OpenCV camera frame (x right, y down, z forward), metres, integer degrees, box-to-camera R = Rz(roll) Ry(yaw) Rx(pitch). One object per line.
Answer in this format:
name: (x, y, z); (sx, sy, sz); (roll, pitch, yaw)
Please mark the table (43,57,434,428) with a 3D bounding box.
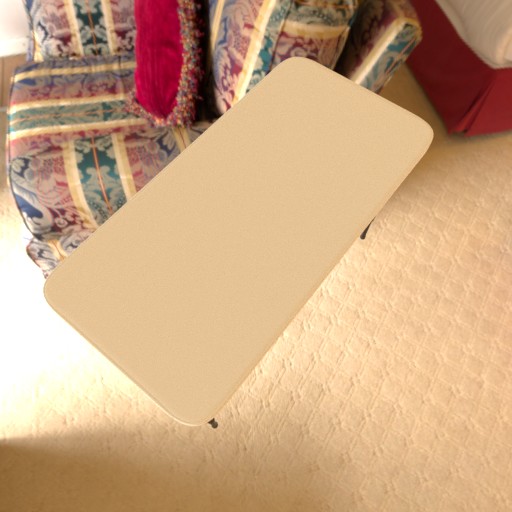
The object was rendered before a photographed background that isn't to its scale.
table: (0.000, 0.000, 1.668); (0.610, 0.737, 1.219); (35, 69, 16)
